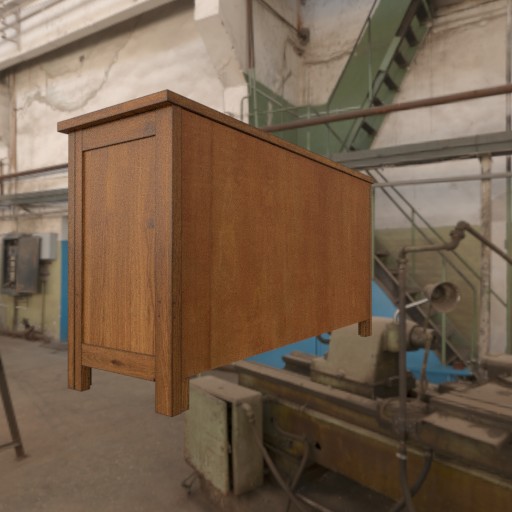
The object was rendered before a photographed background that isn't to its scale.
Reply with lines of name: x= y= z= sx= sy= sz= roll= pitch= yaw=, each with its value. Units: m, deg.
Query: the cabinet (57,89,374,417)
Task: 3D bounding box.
cabinet: x=0.000 y=0.000 z=1.829 sx=0.480 sy=0.813 sz=1.474 roll=0 pitch=0 yaw=34
